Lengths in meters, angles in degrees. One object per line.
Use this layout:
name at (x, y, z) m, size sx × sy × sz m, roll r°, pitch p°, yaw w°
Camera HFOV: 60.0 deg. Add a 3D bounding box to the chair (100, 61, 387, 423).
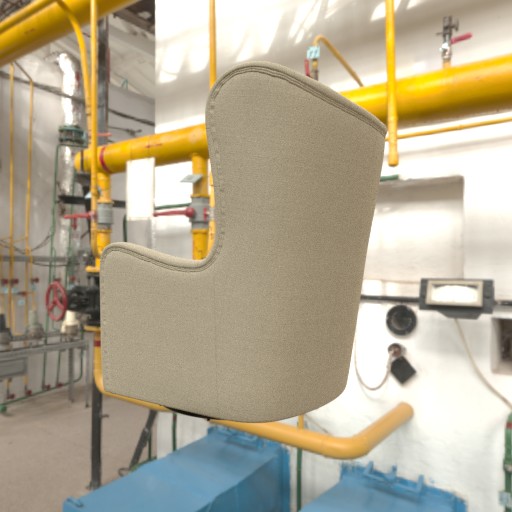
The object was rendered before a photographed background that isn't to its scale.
chair at (0.000, 0.000, 1.704) m, size 0.929 × 1.079 × 0.831 m, roll -1°, pitch -1°, yaw 37°
